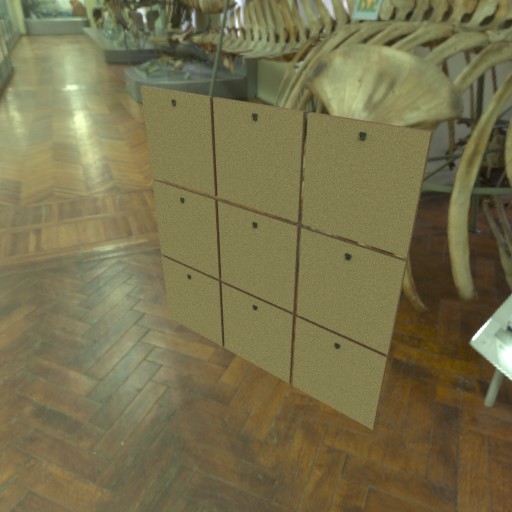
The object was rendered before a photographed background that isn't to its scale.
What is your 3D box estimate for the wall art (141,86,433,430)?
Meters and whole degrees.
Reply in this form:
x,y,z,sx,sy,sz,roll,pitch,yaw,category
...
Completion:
x,y,z,sx,sy,sz,roll,pitch,yaw,category
0.000,0.000,1.845,1.221,1.218,0.024,21,36,32,wall art
